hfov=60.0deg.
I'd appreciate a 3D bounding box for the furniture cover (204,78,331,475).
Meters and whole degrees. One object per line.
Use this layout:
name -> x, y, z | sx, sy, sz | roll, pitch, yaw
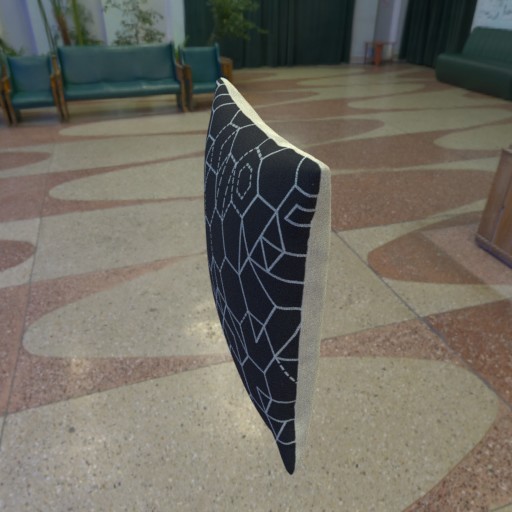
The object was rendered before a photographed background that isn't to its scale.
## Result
furniture cover -> 0.000, 0.000, 0.776 | 0.158, 0.508, 0.517 | -8, 32, -13
